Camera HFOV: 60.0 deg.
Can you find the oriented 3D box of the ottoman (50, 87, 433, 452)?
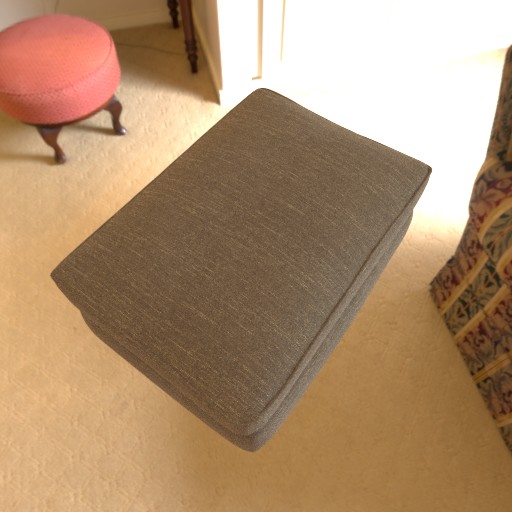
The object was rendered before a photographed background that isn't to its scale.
[{"bbox_3d":[0.000,0.000,1.000,0.508,0.406,0.686,32,63,18],"label":"ottoman"}]
